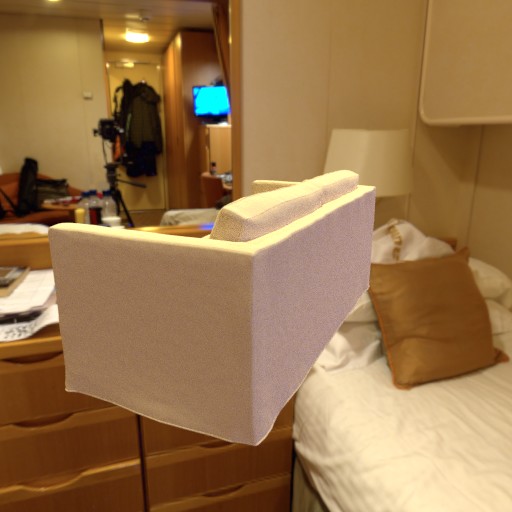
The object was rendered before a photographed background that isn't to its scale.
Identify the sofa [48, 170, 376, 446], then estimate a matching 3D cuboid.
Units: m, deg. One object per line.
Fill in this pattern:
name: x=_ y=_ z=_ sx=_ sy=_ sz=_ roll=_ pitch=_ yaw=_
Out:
sofa: x=0.000 y=0.000 z=2.485 sx=0.940 sy=0.870 sz=1.987 roll=7 pitch=17 yaw=25
